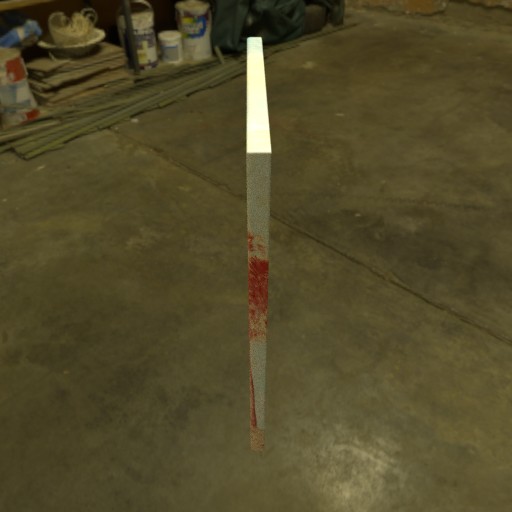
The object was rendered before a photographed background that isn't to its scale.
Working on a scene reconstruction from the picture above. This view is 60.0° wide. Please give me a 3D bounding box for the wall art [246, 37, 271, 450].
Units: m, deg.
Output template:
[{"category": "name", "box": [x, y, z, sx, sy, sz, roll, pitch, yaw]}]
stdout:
[{"category": "wall art", "box": [0.000, 0.000, 1.169, 0.037, 0.915, 0.605, -1, 41, -1]}]
